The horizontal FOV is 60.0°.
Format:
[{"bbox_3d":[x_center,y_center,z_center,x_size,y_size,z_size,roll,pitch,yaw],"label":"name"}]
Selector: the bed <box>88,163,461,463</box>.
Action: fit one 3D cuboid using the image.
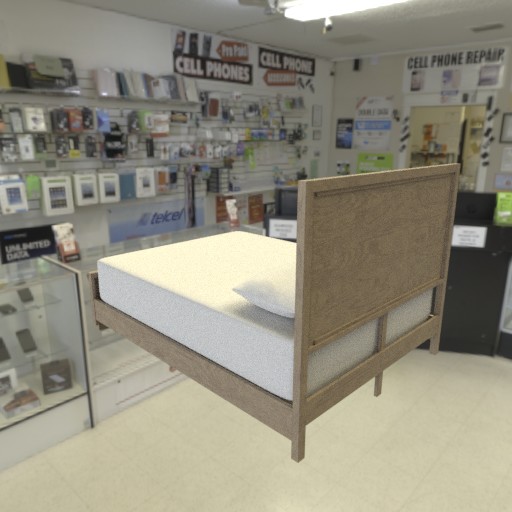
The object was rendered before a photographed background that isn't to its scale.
[{"bbox_3d":[0.000,0.000,3.286,1.606,1.369,2.189,-15,21,-43],"label":"bed"}]
